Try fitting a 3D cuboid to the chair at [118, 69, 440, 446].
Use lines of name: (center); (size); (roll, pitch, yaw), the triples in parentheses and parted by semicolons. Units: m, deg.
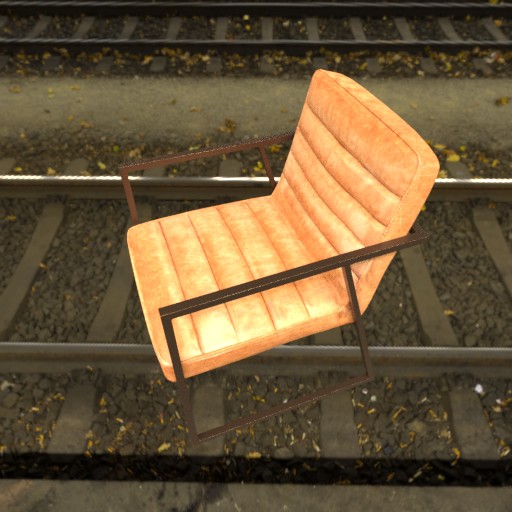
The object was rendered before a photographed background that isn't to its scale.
chair: (0.000, 0.000, 1.266); (0.677, 0.832, 0.571); (-15, 47, -14)
